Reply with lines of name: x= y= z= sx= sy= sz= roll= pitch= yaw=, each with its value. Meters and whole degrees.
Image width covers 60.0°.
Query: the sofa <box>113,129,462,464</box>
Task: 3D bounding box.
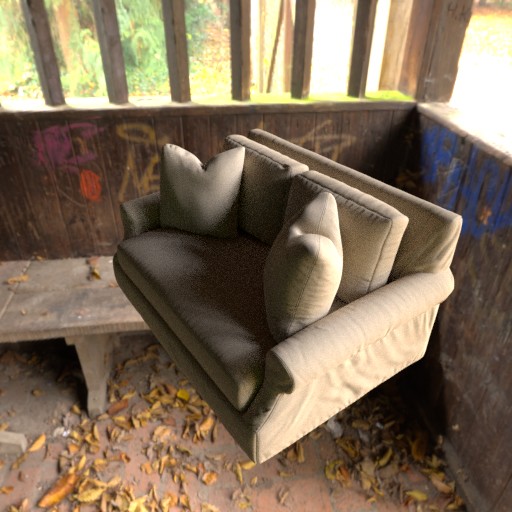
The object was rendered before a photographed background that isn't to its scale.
sofa: x=0.000 y=0.000 z=2.208 sx=1.070 sy=0.905 sz=1.550 roll=-21 pitch=39 yaw=-29
